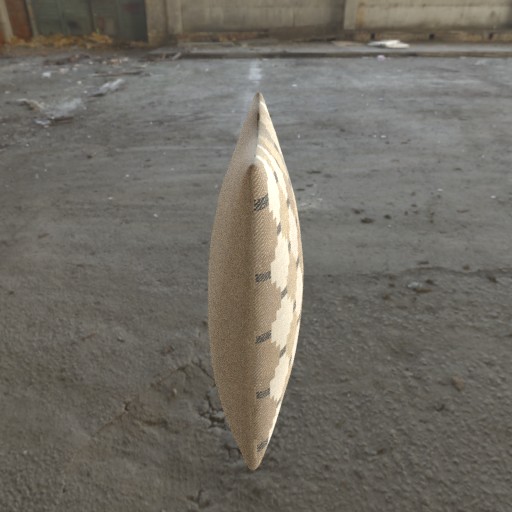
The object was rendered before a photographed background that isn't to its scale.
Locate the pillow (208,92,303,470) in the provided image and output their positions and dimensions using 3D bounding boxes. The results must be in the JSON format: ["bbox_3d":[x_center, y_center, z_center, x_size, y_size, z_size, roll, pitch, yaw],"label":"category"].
[{"bbox_3d":[0.000,0.000,0.891,0.192,0.558,0.578,0,30,1],"label":"pillow"}]
